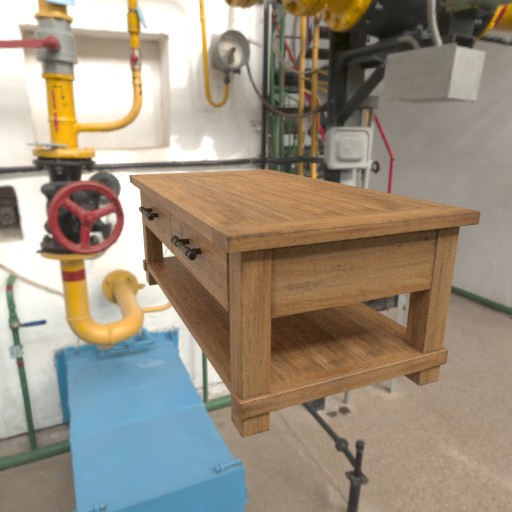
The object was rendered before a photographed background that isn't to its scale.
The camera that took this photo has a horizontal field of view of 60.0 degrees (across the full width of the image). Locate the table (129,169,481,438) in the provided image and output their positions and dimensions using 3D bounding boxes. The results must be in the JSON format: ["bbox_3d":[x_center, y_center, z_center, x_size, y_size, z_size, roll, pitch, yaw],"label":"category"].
[{"bbox_3d":[0.000,0.000,1.611,0.693,0.494,1.270,-7,18,-23],"label":"table"}]
